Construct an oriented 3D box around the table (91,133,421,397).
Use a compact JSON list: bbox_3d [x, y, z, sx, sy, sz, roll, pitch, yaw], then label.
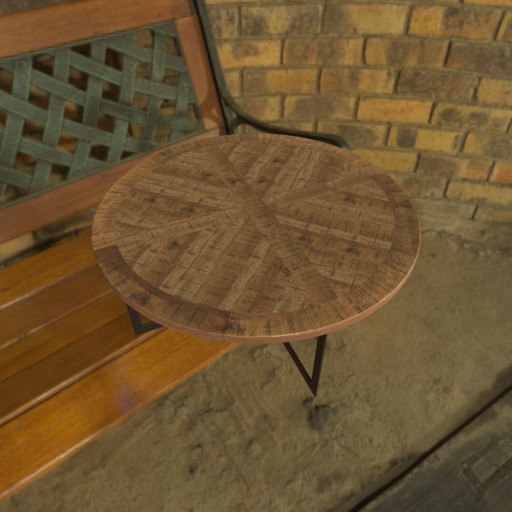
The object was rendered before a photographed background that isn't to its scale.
[{"bbox_3d":[0.000,0.000,1.935,1.264,0.516,1.264,0,42,0],"label":"table"}]
